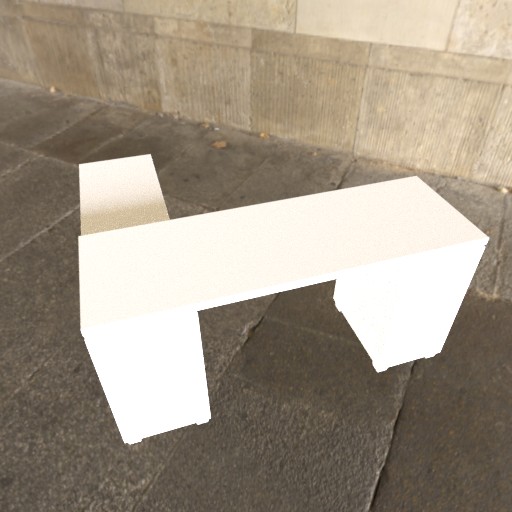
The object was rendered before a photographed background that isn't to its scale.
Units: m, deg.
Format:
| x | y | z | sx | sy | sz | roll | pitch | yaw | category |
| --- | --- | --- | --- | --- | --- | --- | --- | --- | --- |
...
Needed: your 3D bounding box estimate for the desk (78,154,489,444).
| x | y | z | sx | sy | sz | roll | pitch | yaw | category |
| --- | --- | --- | --- | --- | --- | --- | --- | --- | --- |
| 0.000 | 0.000 | 2.231 | 1.524 | 0.759 | 1.199 | -12 | 42 | -13 | desk |
